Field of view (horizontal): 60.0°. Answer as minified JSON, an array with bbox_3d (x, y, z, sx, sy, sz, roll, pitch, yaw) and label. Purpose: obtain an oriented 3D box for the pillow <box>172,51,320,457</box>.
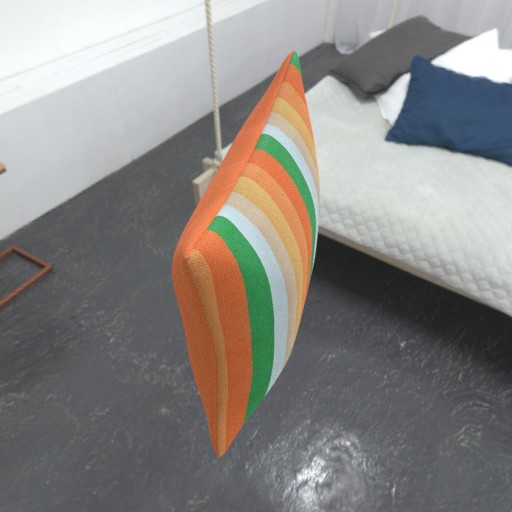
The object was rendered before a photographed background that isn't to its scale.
[{"bbox_3d":[0.000,0.000,0.678,0.169,0.444,0.453,11,47,10],"label":"pillow"}]
